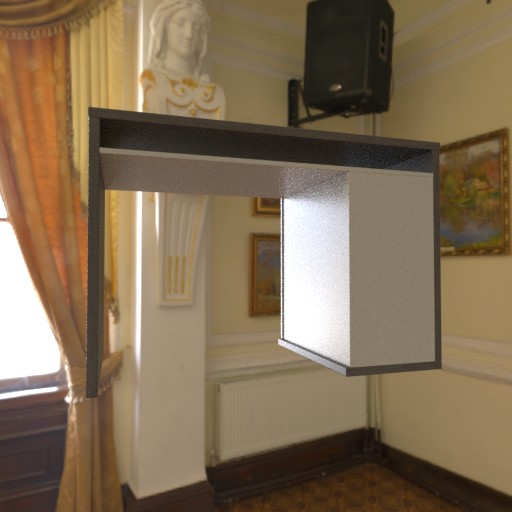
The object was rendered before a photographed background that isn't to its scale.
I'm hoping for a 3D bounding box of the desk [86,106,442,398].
[{"bbox_3d":[0.000,0.000,1.588,1.100,0.750,0.600,0,-2,-18],"label":"desk"}]
